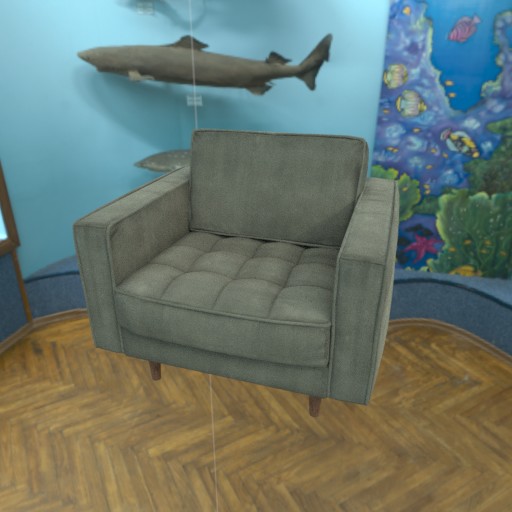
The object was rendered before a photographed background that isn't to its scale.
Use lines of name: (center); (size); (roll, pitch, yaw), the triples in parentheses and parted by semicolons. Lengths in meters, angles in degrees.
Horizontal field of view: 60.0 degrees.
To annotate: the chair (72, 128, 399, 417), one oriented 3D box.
chair: (0.000, 0.000, 1.534); (0.928, 0.773, 0.843); (8, 26, 16)
